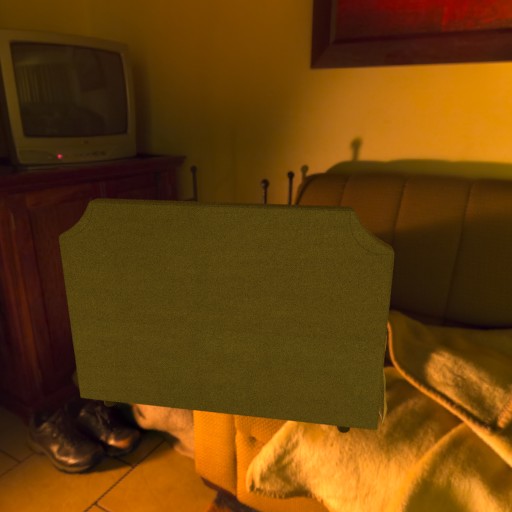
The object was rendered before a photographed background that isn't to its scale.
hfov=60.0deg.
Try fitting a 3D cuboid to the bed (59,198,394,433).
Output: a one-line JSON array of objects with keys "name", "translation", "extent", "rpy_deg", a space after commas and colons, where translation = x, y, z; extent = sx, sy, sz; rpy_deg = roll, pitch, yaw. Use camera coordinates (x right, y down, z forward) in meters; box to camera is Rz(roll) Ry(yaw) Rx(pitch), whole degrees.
[{"name": "bed", "translation": [0.000, 0.000, 3.610], "extent": [1.977, 1.306, 2.464], "rpy_deg": [3, 18, 9]}]
